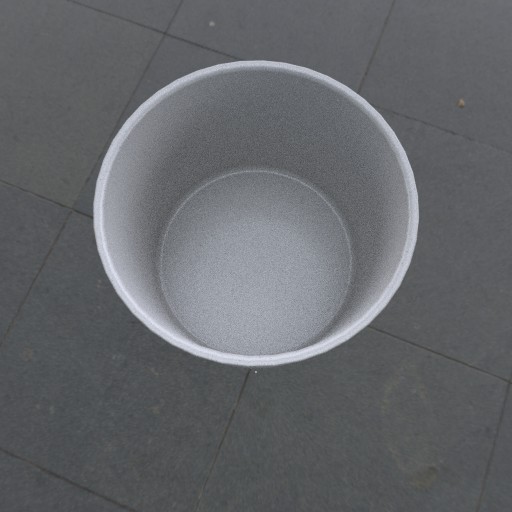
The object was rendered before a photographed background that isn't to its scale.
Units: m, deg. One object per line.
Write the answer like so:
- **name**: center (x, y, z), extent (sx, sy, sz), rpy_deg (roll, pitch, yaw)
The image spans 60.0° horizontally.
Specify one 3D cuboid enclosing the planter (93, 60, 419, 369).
- **planter**: center (0.000, 0.000, 0.382), extent (0.188, 0.260, 0.188), rpy_deg (0, 75, 0)
